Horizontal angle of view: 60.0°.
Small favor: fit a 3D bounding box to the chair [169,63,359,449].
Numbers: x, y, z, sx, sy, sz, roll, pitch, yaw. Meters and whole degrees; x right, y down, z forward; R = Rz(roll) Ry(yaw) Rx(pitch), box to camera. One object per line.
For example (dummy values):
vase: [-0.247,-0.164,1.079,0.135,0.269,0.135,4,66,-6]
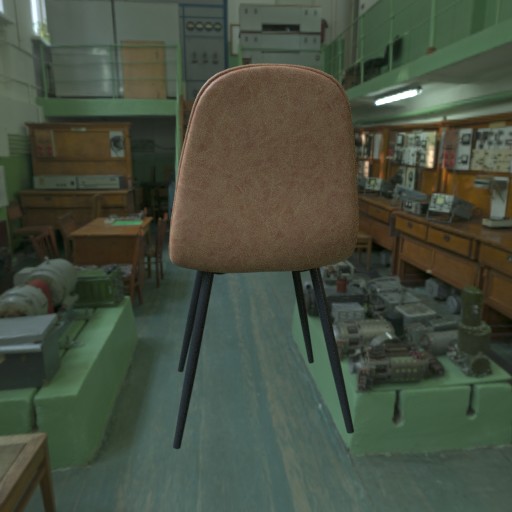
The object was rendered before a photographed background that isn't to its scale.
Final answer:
chair: [0.000,0.000,1.217,0.472,0.889,0.561,-2,14,-8]
